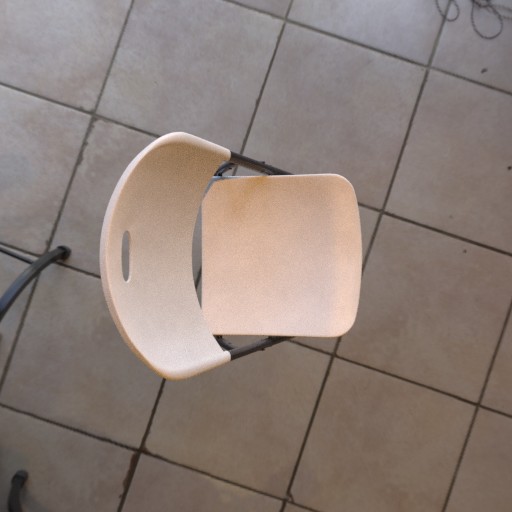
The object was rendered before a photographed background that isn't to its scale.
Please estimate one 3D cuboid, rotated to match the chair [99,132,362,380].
[{"bbox_3d":[0.000,0.000,1.203,0.566,0.810,0.494,0,90,0],"label":"chair"}]
